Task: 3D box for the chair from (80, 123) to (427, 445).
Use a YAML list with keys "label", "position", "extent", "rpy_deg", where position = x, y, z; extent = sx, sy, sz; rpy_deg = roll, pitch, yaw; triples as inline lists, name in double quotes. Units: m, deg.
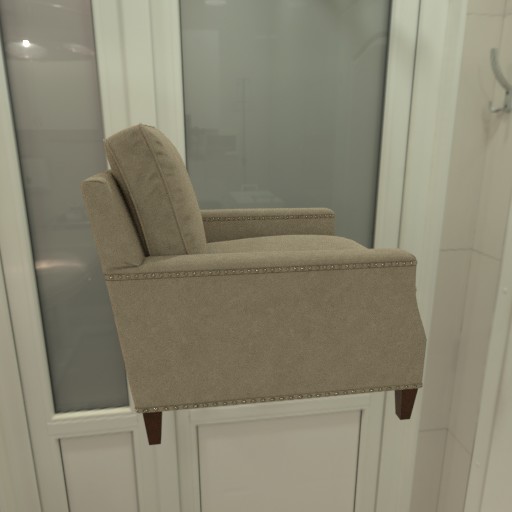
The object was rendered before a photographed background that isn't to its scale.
- label: "chair"
  position: [0.000, 0.000, 1.659]
  extent: [1.014, 0.943, 0.853]
  rpy_deg: [-2, 16, -8]
